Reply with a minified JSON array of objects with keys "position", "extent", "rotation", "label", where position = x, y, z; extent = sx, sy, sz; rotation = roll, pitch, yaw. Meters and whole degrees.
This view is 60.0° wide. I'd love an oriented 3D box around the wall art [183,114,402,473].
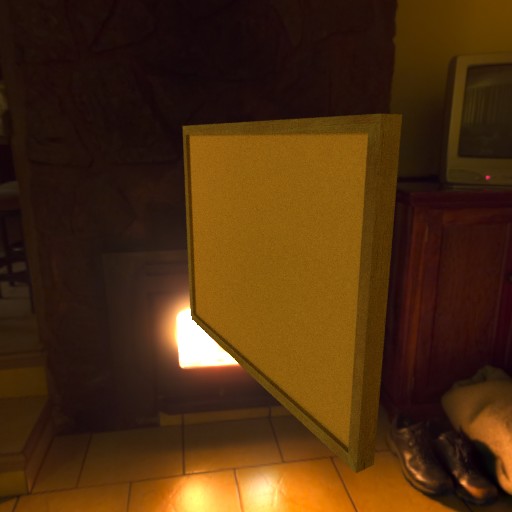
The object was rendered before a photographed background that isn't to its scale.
[{"position":[0.000,0.000,1.746],"extent":[0.070,1.009,1.320],"rotation":[-8,17,-28],"label":"wall art"}]
